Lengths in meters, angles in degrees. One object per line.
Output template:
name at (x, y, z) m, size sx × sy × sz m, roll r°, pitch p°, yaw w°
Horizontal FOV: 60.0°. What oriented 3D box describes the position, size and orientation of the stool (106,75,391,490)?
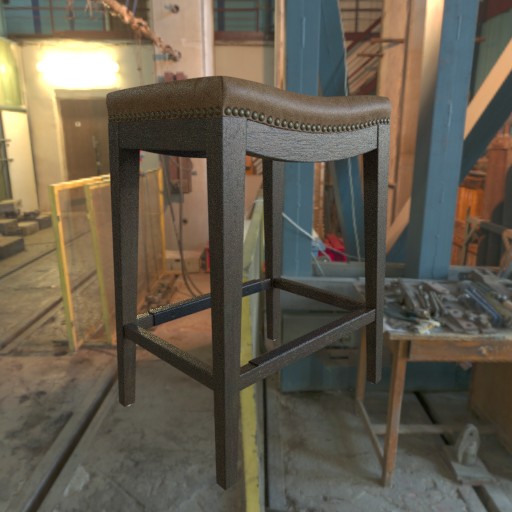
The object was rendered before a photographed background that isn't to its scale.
stool at (0.000, 0.000, 0.949) m, size 0.500 × 0.660 × 0.361 m, roll -14°, pitch 20°, yaw -43°
